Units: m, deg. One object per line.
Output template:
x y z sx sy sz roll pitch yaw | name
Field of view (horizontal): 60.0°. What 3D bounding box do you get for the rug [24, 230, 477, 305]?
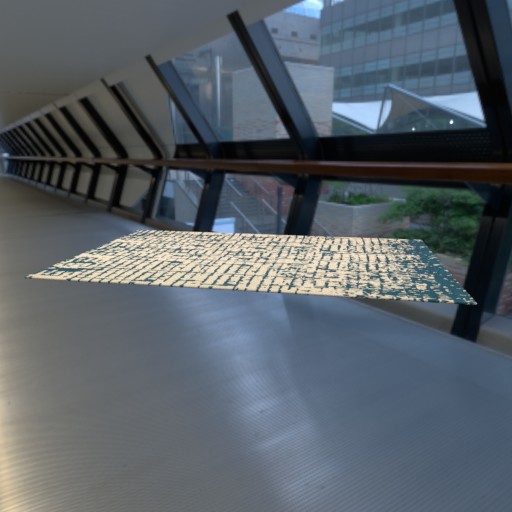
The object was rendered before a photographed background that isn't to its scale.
0.000 0.000 3.059 2.435 0.011 1.517 3 14 10 | rug
